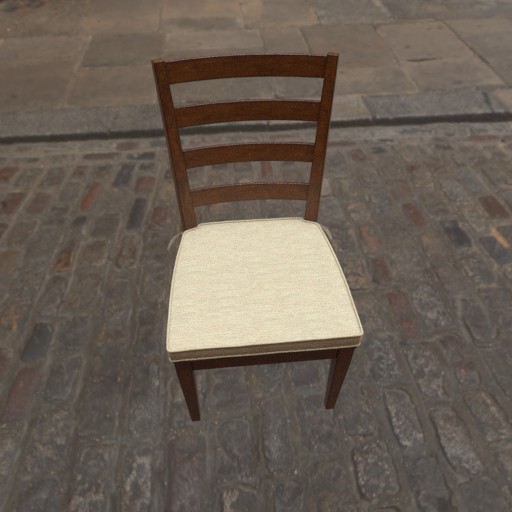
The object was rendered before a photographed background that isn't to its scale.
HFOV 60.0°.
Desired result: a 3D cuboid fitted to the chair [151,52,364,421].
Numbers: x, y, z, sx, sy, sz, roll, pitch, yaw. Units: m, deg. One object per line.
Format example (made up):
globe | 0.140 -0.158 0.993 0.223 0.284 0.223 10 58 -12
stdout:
chair | 0.000 0.000 1.341 0.593 0.979 0.595 -4 46 -4
